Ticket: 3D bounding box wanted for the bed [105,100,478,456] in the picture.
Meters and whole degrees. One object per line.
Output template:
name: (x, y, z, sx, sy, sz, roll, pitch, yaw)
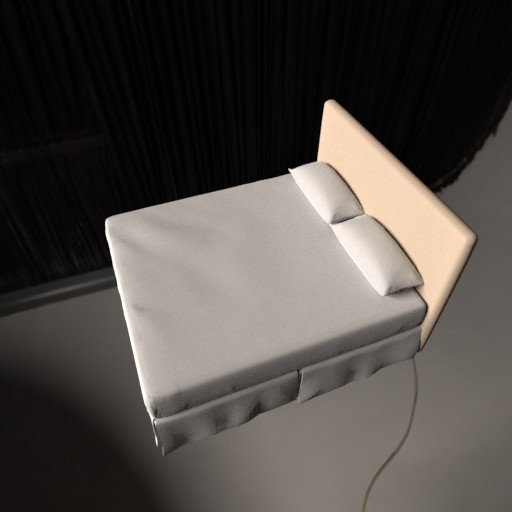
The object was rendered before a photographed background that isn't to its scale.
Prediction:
bed: (0.000, 0.000, 3.369, 2.142, 1.330, 1.884, -16, 48, -14)
